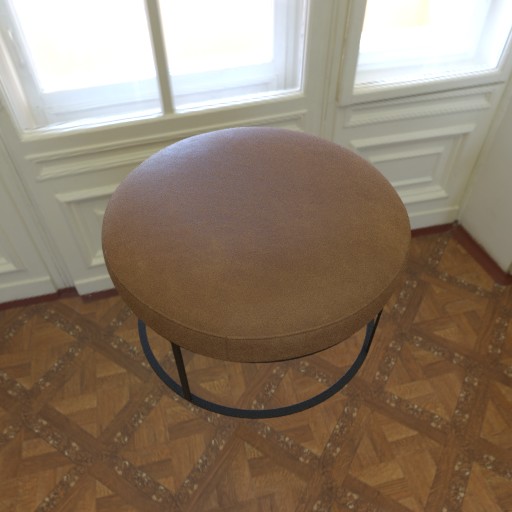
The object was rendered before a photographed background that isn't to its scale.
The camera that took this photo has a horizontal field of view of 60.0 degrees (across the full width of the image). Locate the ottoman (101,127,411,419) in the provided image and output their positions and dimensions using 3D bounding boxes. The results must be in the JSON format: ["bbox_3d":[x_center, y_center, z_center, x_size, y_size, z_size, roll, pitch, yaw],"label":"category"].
[{"bbox_3d":[0.000,0.000,1.242,0.771,0.460,0.771,0,46,0],"label":"ottoman"}]
